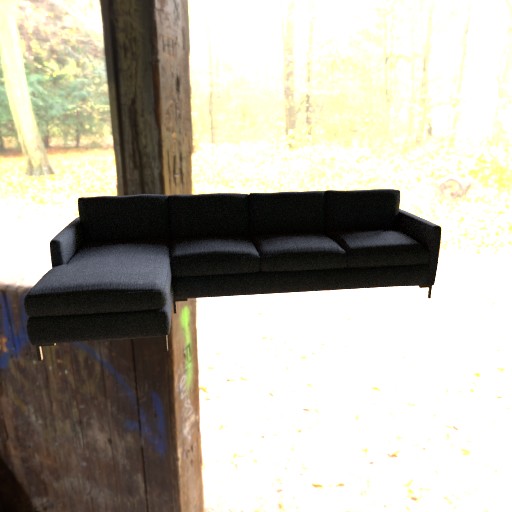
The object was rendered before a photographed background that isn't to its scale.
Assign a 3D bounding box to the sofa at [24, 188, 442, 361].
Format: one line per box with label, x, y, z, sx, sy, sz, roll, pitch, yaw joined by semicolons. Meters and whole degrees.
sofa;0.000;0.000;3.364;2.932;0.810;1.350;-3;18;-8
